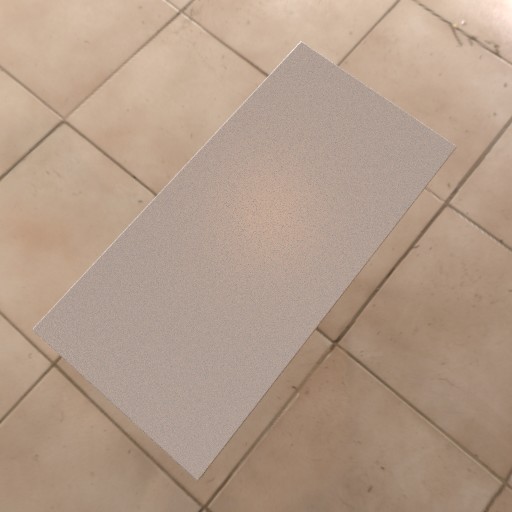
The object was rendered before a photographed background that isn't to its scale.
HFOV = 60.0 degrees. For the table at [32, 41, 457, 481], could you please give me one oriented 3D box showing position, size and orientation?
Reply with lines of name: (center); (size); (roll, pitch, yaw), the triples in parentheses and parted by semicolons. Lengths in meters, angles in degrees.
table: (0.000, 0.000, 2.300); (0.900, 0.790, 1.800); (38, 79, 9)
